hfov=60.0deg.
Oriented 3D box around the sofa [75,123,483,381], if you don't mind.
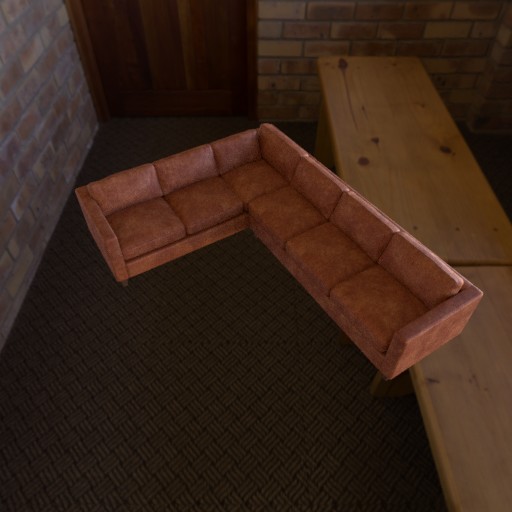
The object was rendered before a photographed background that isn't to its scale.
[{"bbox_3d":[0.000,0.000,4.282,2.438,0.838,3.150,-25,51,-22],"label":"sofa"}]
